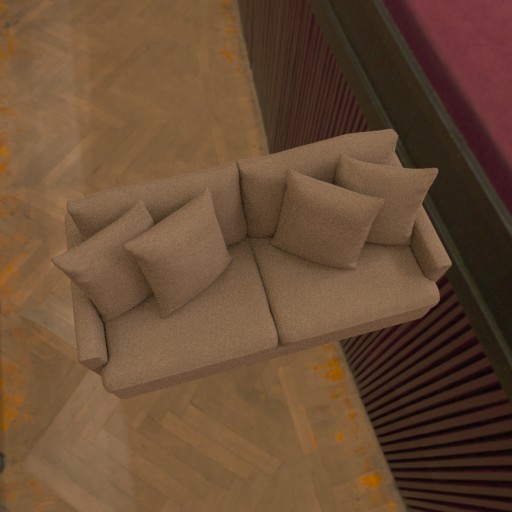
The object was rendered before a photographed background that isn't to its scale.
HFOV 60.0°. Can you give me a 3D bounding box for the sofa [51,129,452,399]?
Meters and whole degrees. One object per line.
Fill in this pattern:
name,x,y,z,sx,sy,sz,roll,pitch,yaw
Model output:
sofa,0.000,0.000,2.974,2.380,1.084,1.228,-14,65,-7
